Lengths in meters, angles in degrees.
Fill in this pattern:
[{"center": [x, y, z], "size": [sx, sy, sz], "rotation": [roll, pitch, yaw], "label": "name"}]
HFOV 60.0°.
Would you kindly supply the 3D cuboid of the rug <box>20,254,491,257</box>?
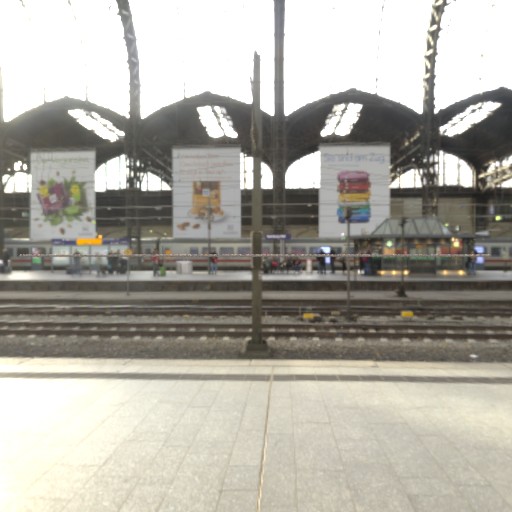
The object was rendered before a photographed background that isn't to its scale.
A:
[{"center": [0.000, 0.000, 2.256], "size": [1.783, 0.008, 1.175], "rotation": [0, 0, 1], "label": "rug"}]
